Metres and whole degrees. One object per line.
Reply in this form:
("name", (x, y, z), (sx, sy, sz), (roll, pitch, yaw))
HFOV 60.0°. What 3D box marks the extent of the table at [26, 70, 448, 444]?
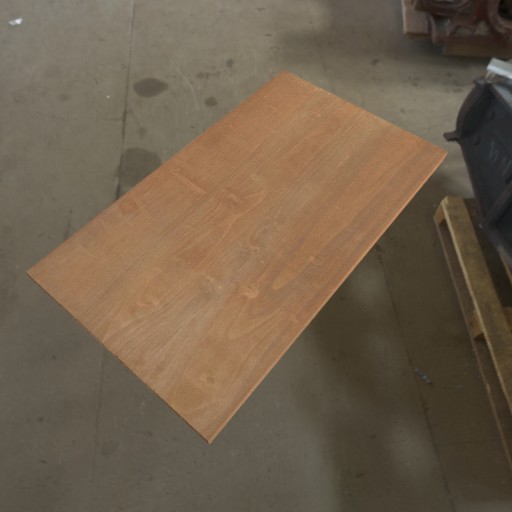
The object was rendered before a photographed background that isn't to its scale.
("table", (0.000, 0.000, 2.183), (0.946, 0.780, 1.609), (35, 64, 20))
